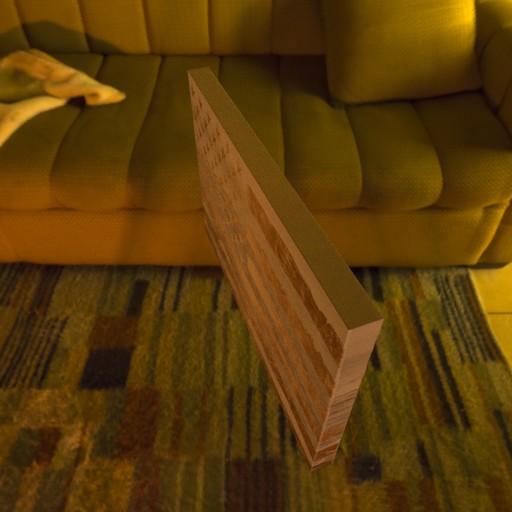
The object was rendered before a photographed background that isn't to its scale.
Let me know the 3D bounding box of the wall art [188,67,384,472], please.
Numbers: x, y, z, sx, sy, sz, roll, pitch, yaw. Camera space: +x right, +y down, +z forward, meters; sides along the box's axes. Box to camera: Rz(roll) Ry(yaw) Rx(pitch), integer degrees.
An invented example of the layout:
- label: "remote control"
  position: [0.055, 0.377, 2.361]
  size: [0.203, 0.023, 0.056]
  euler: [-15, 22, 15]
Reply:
- label: "wall art"
  position: [0.000, 0.000, 0.769]
  size: [0.041, 0.407, 0.606]
  euler: [-15, 48, -14]
